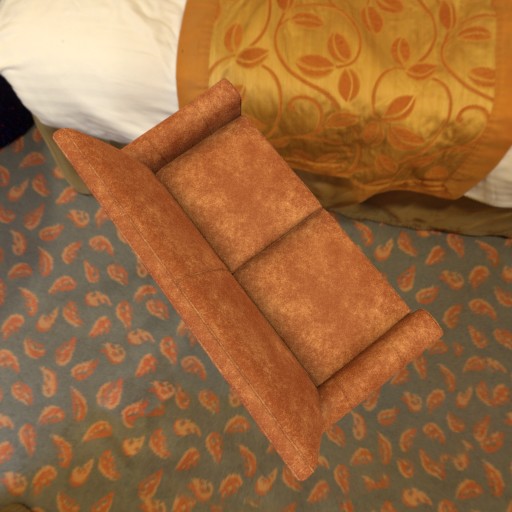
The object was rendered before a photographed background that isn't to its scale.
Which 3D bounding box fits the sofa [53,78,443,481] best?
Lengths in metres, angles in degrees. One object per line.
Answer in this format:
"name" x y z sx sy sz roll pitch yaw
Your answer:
"sofa" 0.000 0.000 1.961 0.787 0.871 1.473 -36 78 -9
